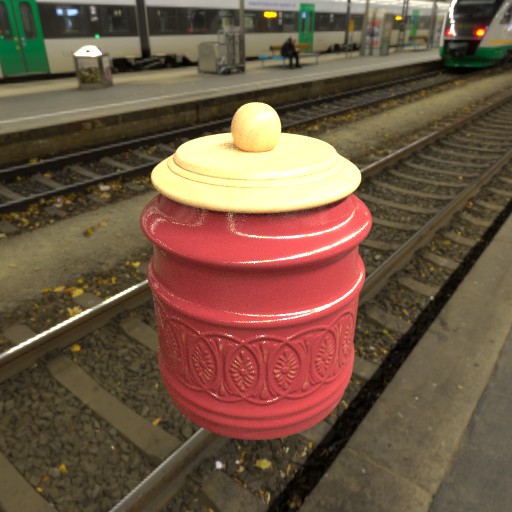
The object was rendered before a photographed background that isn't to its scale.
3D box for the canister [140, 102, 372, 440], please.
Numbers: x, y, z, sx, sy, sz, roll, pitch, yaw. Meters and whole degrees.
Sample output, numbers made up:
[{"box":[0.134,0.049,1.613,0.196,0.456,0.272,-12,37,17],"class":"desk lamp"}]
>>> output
[{"box":[0.000,0.000,0.268,0.130,0.176,0.130,0,28,0],"class":"canister"}]
